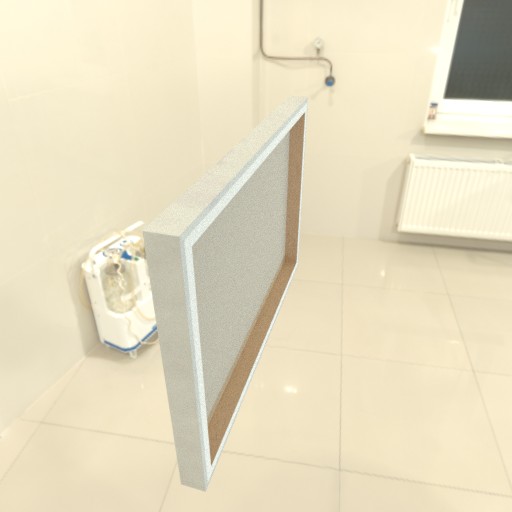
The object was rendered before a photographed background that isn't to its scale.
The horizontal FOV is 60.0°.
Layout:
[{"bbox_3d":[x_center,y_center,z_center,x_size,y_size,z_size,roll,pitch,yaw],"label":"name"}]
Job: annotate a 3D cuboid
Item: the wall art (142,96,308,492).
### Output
[{"bbox_3d":[0.000,0.000,0.764,0.038,0.407,0.609,9,33,14],"label":"wall art"}]
